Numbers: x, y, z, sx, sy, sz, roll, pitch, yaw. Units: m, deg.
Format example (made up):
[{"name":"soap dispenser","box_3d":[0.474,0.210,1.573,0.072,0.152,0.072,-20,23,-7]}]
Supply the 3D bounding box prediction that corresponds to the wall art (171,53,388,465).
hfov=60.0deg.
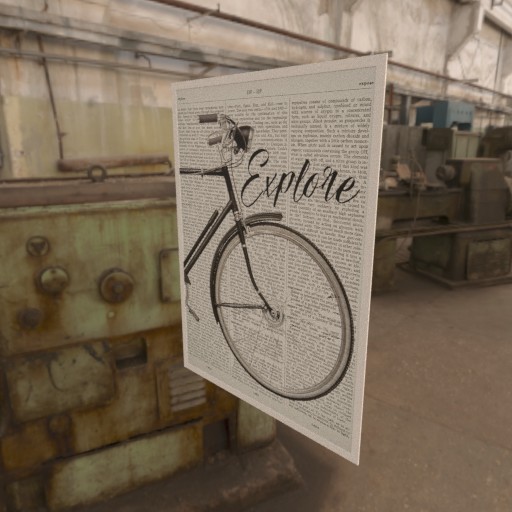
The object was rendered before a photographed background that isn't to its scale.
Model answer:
[{"name":"wall art","box_3d":[0.000,0.000,0.786,0.457,0.610,0.003,14,20,42]}]
